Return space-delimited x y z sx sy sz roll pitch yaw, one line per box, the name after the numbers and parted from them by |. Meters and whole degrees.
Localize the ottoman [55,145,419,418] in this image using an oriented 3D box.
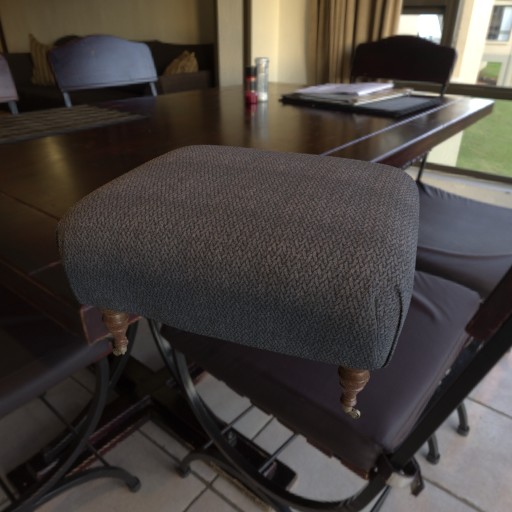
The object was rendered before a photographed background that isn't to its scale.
0.000 0.000 1.126 0.747 0.450 0.622 10 30 17 | ottoman
